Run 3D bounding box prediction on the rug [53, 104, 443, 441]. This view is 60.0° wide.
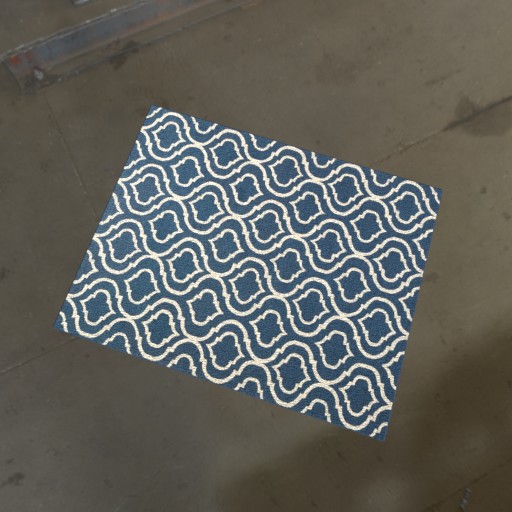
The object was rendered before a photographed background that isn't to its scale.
[{"bbox_3d":[0.000,0.000,3.916,2.881,0.020,2.270,18,76,5],"label":"rug"}]
